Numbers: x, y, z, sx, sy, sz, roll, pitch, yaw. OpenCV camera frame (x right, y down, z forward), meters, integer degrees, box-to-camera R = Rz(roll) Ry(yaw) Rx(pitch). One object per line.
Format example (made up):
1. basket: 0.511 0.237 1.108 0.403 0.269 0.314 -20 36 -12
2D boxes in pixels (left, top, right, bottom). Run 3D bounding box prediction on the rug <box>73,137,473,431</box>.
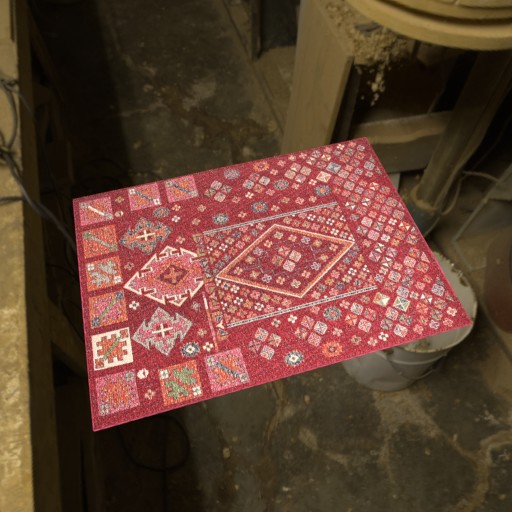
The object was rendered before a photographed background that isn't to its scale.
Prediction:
1. rug: 0.000 0.000 2.825 2.184 0.007 1.579 -14 60 -8
